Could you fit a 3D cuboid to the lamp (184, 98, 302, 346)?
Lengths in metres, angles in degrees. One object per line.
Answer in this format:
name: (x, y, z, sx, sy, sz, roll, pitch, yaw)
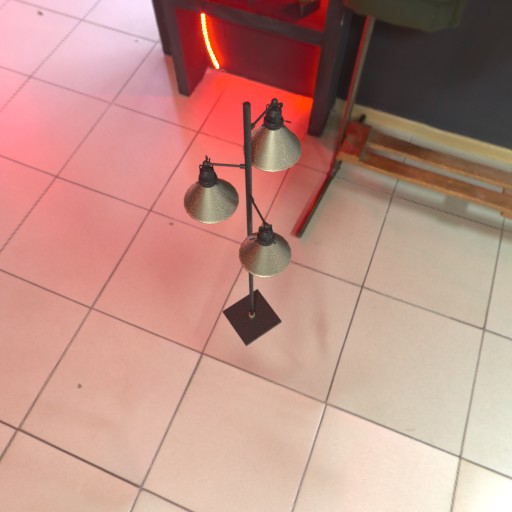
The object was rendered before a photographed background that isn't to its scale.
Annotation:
lamp: (0.000, 0.000, 1.911, 0.428, 1.716, 0.415, -32, 68, -15)
